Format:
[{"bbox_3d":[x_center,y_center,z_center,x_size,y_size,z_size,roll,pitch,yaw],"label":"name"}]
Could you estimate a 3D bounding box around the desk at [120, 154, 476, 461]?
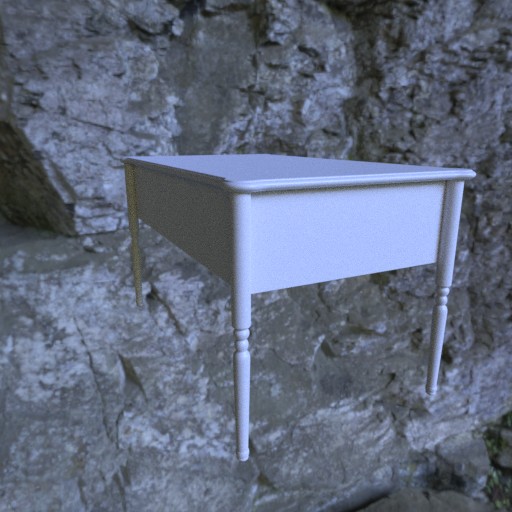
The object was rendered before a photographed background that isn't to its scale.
[{"bbox_3d":[0.000,0.000,1.825,0.807,0.762,1.380,-7,17,-26],"label":"desk"}]
